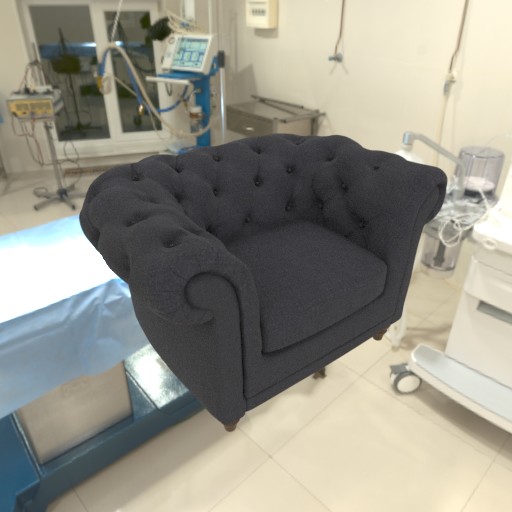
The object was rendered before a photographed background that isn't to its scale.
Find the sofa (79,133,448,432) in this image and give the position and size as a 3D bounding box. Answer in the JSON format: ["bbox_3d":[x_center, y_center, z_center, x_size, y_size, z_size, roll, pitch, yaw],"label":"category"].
[{"bbox_3d":[0.000,0.000,2.025,1.405,0.878,1.032,-21,36,-31],"label":"sofa"}]
